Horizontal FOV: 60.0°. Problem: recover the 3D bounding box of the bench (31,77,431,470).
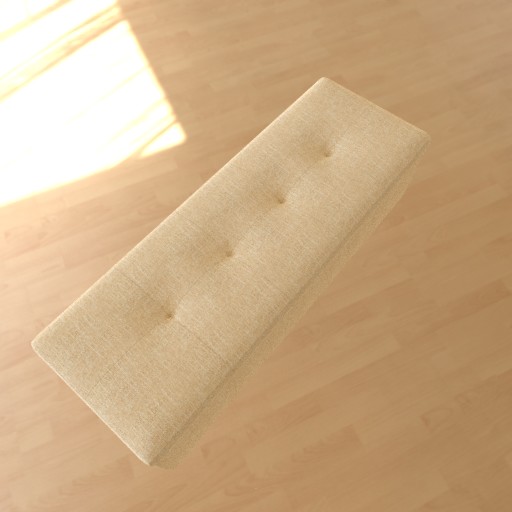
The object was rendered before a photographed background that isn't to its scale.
[{"bbox_3d":[0.000,0.000,1.376,0.432,0.406,1.219,37,68,17],"label":"bench"}]
